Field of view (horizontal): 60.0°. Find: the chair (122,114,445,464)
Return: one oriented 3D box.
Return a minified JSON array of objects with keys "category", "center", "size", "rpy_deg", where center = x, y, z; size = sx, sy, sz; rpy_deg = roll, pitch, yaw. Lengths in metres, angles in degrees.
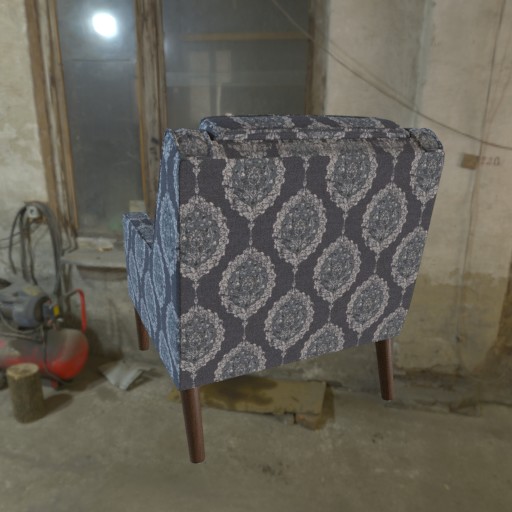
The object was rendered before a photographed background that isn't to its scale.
[{"category":"chair","center":[0.000,0.000,1.319],"size":[0.663,0.792,0.743],"rpy_deg":[-8,18,-24]}]
